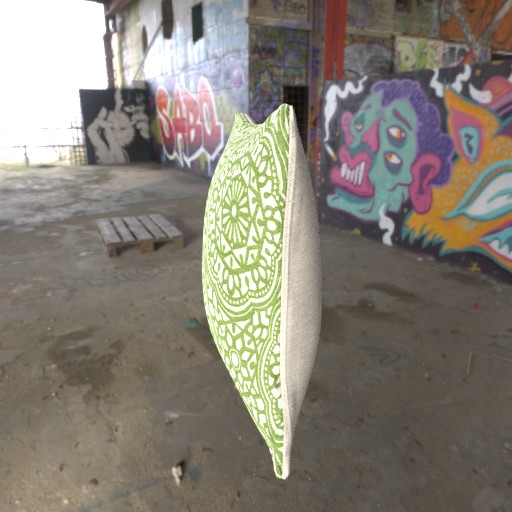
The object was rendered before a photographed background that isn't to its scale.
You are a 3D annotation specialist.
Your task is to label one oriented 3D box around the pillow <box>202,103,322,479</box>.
[{"bbox_3d":[0.000,0.000,0.664,0.162,0.419,0.440,-2,17,-8],"label":"pillow"}]
